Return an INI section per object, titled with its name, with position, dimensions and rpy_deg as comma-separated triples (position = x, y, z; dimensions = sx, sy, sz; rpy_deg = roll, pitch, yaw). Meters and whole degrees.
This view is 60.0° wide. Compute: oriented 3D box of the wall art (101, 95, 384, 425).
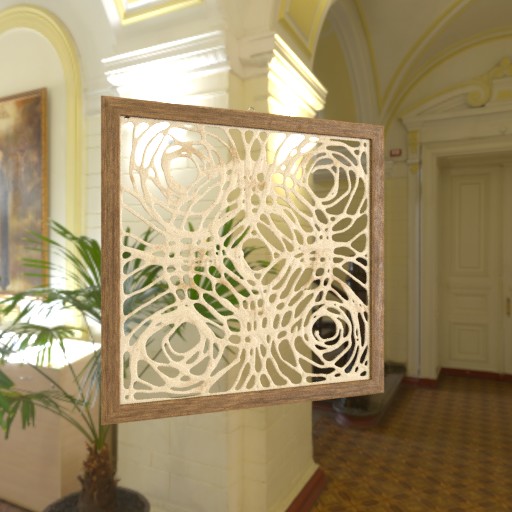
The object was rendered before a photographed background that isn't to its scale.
[wall art]
position = 0.000, 0.000, 0.850
dimensions = 0.561, 0.576, 0.021
rpy_deg = 0, 0, -18
